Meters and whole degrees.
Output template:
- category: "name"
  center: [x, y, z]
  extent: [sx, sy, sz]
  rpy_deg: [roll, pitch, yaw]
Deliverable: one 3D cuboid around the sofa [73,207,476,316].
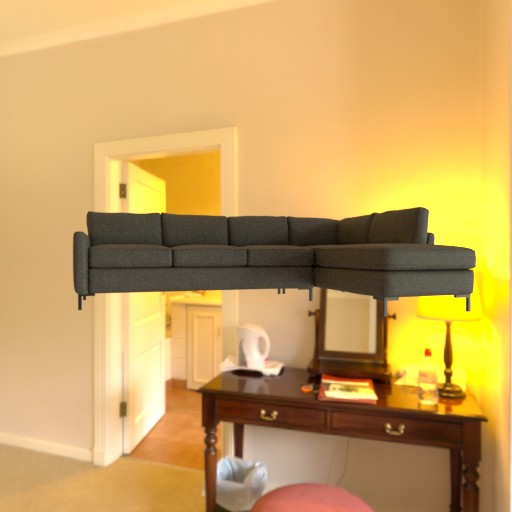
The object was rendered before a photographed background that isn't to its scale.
- category: "sofa"
  center: [0.000, 0.000, 3.845]
  extent: [2.972, 0.858, 1.984]
  rpy_deg: [0, 0, -19]
